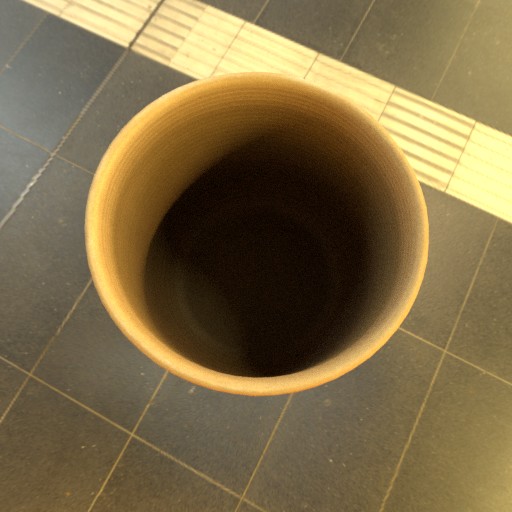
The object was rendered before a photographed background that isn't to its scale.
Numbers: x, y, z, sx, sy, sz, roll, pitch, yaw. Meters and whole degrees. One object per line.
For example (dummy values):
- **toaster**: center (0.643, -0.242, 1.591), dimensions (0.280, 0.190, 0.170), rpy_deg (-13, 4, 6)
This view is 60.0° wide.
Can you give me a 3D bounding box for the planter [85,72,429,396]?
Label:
- **planter**: center (0.000, 0.000, 0.281), dimensions (0.170, 0.152, 0.170), rpy_deg (0, 75, 0)
